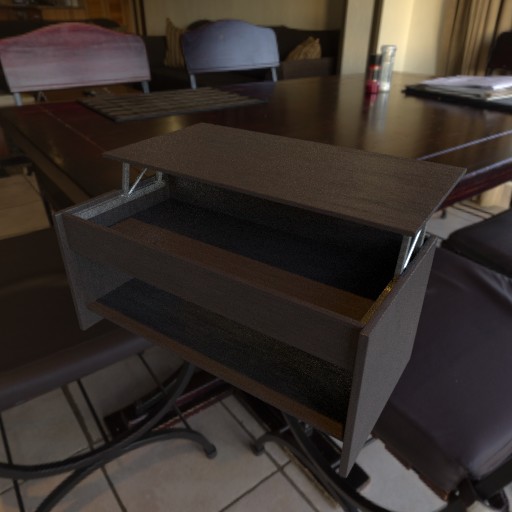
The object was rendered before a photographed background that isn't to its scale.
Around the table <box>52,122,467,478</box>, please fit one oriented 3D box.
[{"bbox_3d":[0.000,0.000,1.417,1.000,0.570,0.712,19,35,29],"label":"table"}]
